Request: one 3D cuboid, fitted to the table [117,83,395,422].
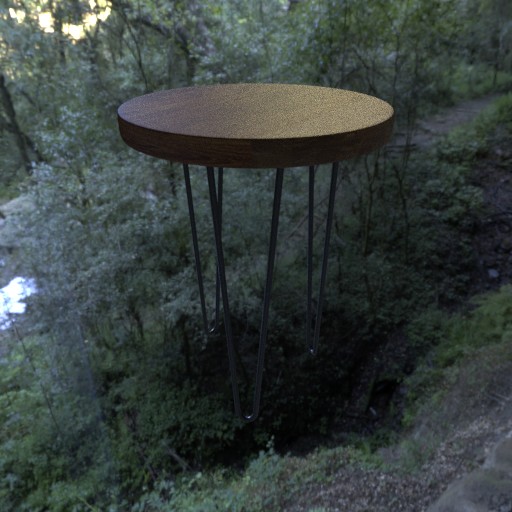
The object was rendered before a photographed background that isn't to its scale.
[{"bbox_3d":[0.000,0.000,0.787,0.400,0.520,0.400,0,30,0],"label":"table"}]
